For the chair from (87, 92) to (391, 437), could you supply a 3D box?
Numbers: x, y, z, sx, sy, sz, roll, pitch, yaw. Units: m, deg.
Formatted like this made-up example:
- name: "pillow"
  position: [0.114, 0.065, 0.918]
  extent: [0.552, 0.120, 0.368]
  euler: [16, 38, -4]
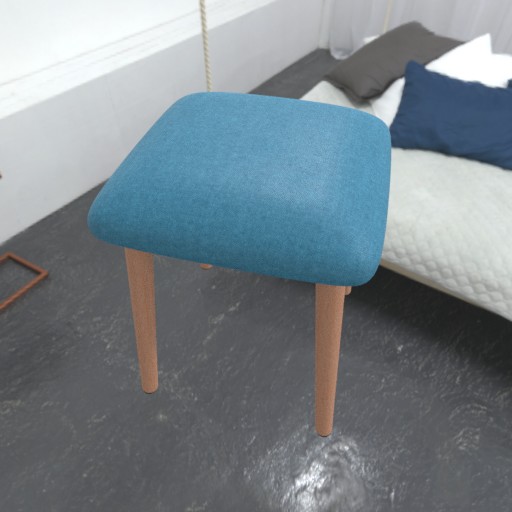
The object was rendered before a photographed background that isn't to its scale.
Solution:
- name: "chair"
  position: [0.000, 0.000, 0.730]
  extent: [0.360, 0.450, 0.360]
  euler: [10, 46, 10]
